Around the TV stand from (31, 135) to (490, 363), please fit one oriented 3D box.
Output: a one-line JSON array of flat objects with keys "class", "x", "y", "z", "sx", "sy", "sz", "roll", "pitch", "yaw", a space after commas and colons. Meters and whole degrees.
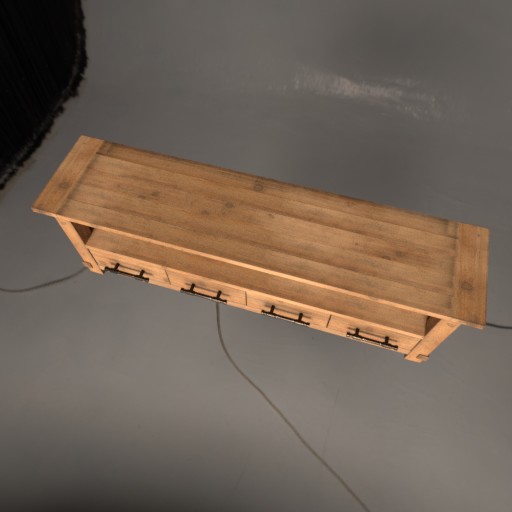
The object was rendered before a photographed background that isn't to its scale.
[{"class": "TV stand", "x": 0.000, "y": 0.000, "z": 2.027, "sx": 1.804, "sy": 0.573, "sz": 0.453, "roll": 14, "pitch": 60, "yaw": 8}]
